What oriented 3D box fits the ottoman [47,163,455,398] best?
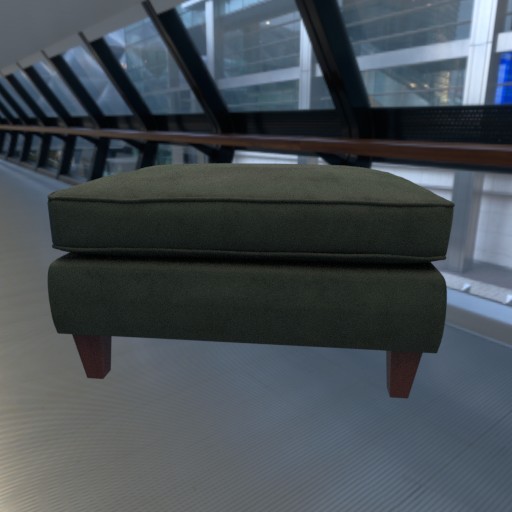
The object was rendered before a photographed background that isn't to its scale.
[{"bbox_3d":[0.000,0.000,1.228,0.864,0.495,0.632,2,16,6],"label":"ottoman"}]
